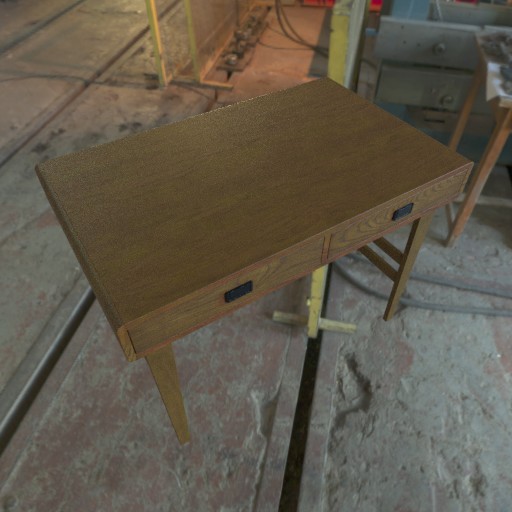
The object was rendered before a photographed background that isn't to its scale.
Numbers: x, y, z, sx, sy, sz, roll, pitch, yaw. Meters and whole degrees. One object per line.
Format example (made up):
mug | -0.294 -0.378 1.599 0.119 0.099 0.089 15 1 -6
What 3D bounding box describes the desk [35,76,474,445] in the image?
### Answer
desk | 0.000 0.000 1.522 1.066 0.754 0.660 -25 51 -22
